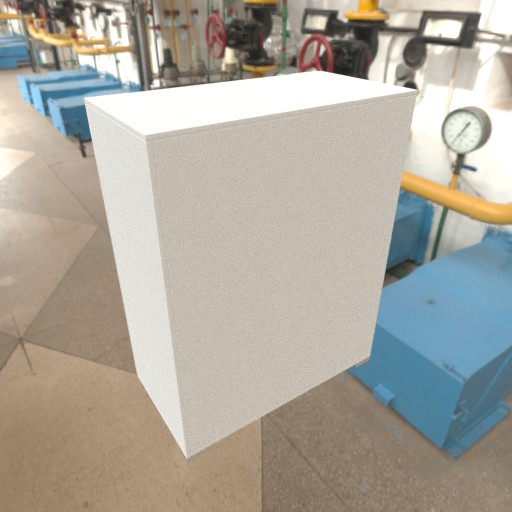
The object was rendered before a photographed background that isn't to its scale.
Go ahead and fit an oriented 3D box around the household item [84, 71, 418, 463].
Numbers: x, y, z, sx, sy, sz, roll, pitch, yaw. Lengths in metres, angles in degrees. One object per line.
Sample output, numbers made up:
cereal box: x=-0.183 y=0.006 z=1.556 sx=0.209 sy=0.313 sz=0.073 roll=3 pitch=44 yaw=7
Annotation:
household item: x=0.000 y=0.000 z=1.440 sx=0.790 sy=1.010 sz=0.420 roll=-19 pitch=36 yaw=-29
